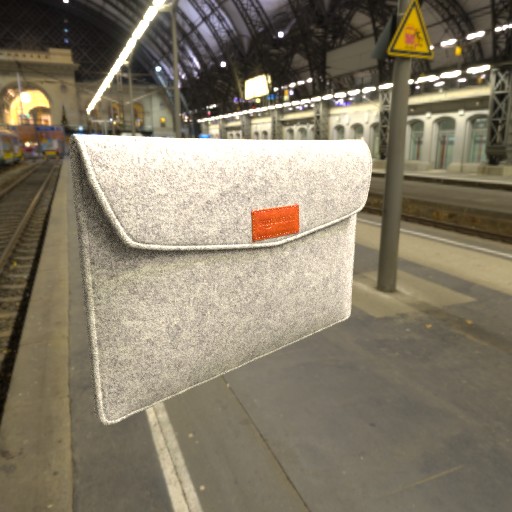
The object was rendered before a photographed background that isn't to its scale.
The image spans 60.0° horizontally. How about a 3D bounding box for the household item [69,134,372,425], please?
[{"bbox_3d":[0.000,0.000,0.428,0.335,0.221,0.057,-13,19,-42],"label":"household item"}]
